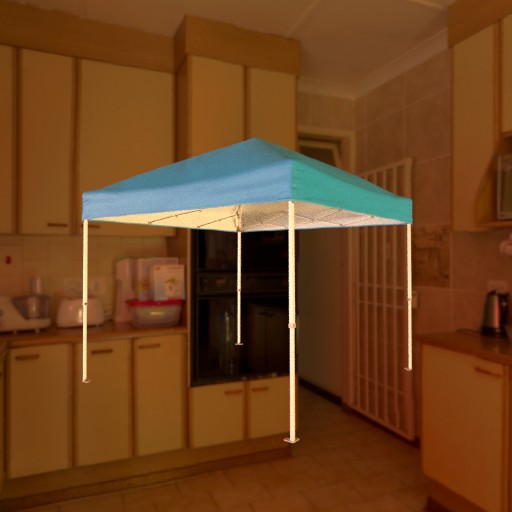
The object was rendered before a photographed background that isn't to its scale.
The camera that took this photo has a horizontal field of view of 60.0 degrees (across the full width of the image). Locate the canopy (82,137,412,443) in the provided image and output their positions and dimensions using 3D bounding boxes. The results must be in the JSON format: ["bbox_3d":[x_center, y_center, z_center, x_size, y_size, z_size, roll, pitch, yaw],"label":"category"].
[{"bbox_3d":[0.000,0.000,5.597,2.996,2.997,2.998,0,-1,37],"label":"canopy"}]
